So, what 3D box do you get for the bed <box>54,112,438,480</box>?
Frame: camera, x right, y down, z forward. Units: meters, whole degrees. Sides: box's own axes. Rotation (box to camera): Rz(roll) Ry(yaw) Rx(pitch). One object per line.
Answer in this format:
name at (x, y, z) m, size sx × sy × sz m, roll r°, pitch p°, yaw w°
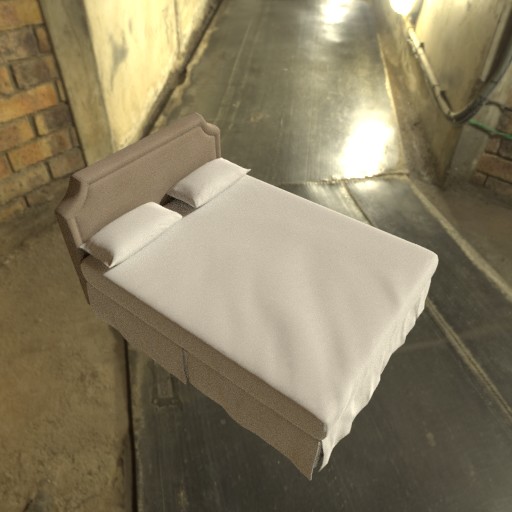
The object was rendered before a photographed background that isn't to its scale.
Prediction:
bed at (0.000, 0.000, 3.613) m, size 2.498 × 1.293 × 1.977 m, roll 27°, pitch 49°, yaw 26°
